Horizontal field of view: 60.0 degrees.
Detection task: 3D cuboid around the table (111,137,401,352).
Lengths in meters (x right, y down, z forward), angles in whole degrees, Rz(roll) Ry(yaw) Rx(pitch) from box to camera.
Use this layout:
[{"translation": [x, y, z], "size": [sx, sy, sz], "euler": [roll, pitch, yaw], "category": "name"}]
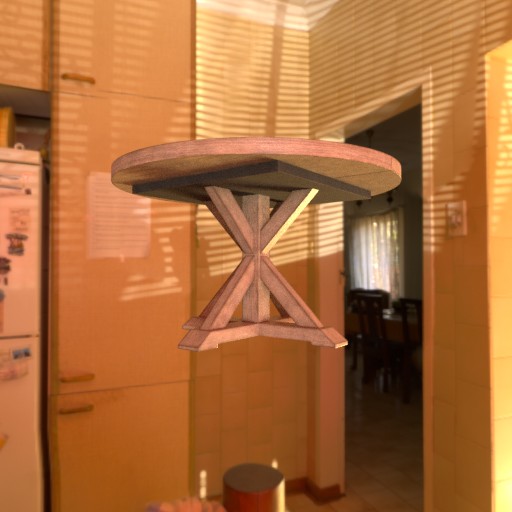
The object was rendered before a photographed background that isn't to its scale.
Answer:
[{"translation": [0.000, 0.000, 2.177], "size": [1.363, 0.781, 1.363], "euler": [0, -1, 0], "category": "table"}]
